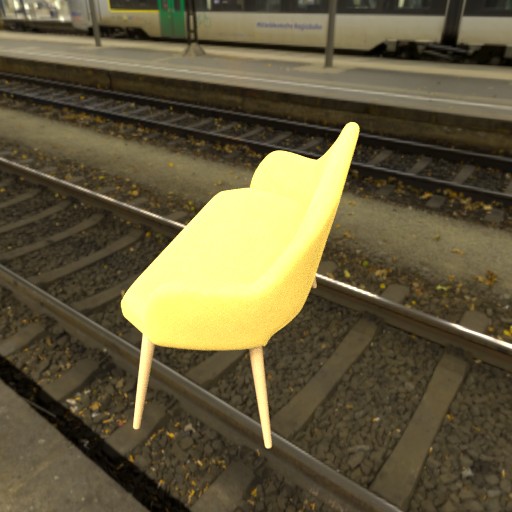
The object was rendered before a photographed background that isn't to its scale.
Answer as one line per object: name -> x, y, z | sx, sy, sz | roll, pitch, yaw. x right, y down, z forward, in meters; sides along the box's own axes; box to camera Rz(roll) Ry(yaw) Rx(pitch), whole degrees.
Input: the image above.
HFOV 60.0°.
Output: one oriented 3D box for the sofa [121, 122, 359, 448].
sofa -> 0.000, 0.000, 1.631 | 0.610, 0.840, 1.150 | 8, 31, 13
